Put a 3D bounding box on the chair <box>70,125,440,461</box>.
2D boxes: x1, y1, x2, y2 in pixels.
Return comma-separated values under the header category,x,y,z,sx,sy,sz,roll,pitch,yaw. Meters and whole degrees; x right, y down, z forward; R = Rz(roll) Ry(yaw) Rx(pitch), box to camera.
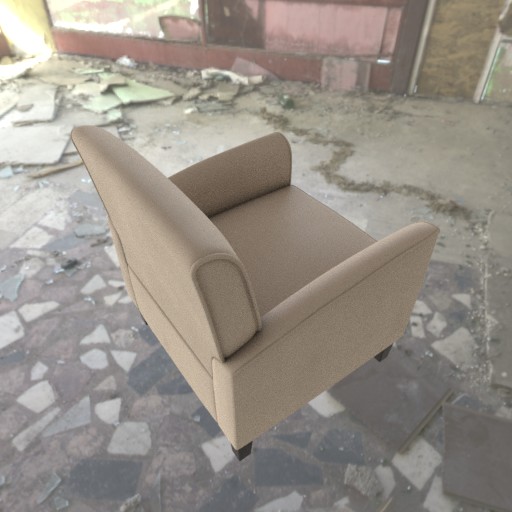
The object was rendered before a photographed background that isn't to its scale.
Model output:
category,x,y,z,sx,sy,sz,roll,pitch,yaw
chair,0.000,0.000,1.524,0.820,0.915,0.820,-25,47,-26
